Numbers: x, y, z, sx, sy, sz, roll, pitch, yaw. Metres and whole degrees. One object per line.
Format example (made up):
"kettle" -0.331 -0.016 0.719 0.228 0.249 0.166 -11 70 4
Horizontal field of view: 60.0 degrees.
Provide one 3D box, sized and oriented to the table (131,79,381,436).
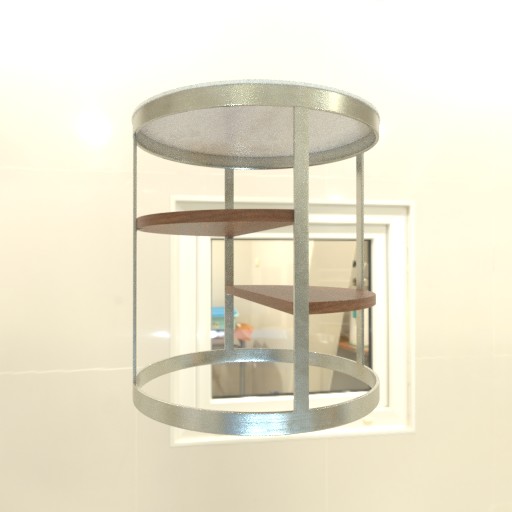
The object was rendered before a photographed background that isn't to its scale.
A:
"table" 0.000 0.000 0.750 0.407 0.447 0.407 0 0 0
